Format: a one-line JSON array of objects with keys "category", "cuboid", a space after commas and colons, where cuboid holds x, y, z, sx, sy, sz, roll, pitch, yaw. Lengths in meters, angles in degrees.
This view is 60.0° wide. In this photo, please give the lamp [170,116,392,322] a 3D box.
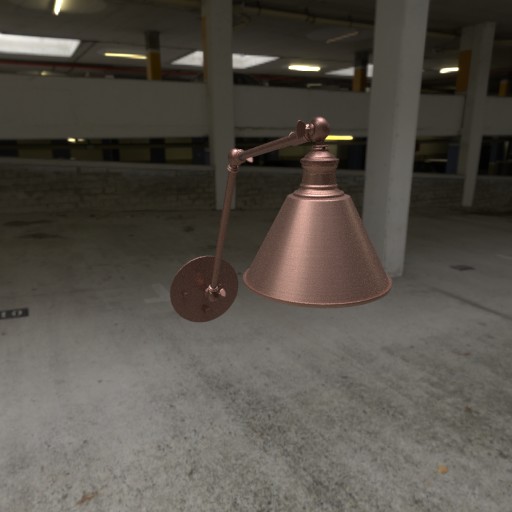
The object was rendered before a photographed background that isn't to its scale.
[{"category": "lamp", "cuboid": [0.000, 0.000, 0.853, 0.223, 0.502, 0.624, -8, 18, -26]}]
